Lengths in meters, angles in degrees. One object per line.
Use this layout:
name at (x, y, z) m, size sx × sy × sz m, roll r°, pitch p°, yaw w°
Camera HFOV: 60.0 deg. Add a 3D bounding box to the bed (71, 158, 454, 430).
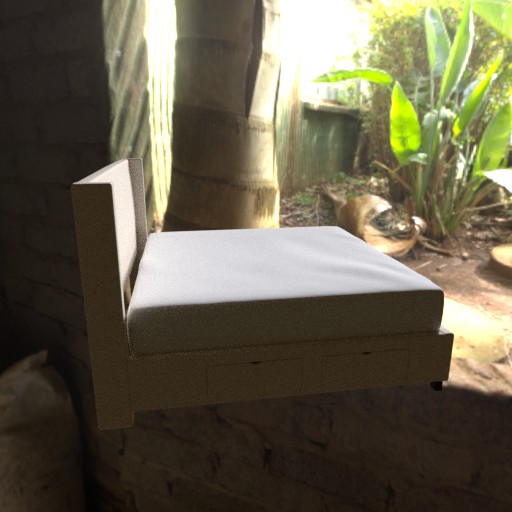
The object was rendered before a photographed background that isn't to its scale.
bed at (0.000, 0.000, 3.643) m, size 2.293 × 1.471 × 2.145 m, roll -3°, pitch 16°, yaw -9°
